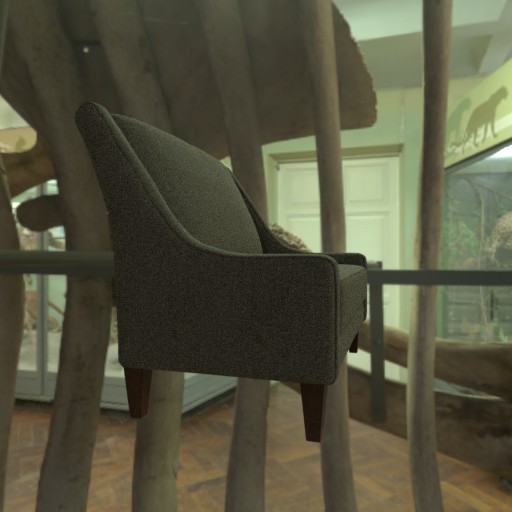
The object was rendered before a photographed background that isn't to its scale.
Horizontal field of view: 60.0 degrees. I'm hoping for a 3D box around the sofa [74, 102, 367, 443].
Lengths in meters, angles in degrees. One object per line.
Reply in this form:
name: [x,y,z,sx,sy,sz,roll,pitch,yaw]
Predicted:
sofa: [0.000,0.000,1.893,0.870,1.021,1.242,0,1,18]
